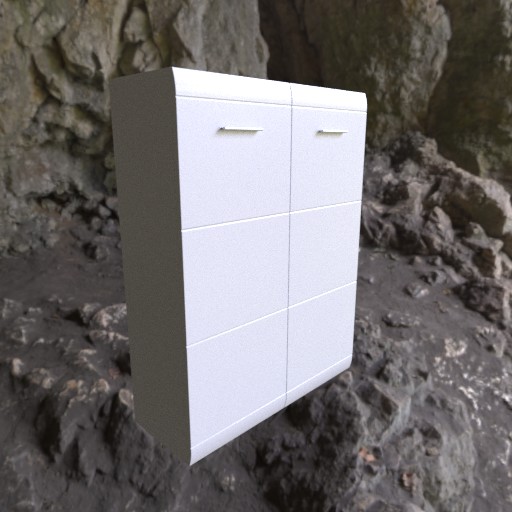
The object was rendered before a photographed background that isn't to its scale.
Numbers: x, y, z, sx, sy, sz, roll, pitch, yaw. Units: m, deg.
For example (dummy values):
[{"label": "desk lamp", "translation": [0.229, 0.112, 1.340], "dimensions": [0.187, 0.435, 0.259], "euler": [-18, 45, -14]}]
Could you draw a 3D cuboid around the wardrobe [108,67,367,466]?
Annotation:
[{"label": "wardrobe", "translation": [0.000, 0.000, 1.672], "dimensions": [0.900, 1.200, 0.360], "euler": [-14, 20, -43]}]
